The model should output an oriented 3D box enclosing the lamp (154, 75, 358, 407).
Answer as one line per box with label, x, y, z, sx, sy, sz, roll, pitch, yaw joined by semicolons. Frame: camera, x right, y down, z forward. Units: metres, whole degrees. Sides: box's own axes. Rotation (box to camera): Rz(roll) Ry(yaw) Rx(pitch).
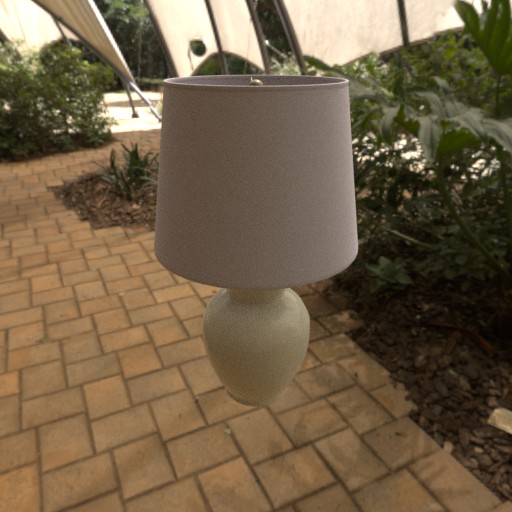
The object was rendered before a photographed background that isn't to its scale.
lamp;0.000;0.000;0.539;0.239;0.399;0.239;0;25;0
